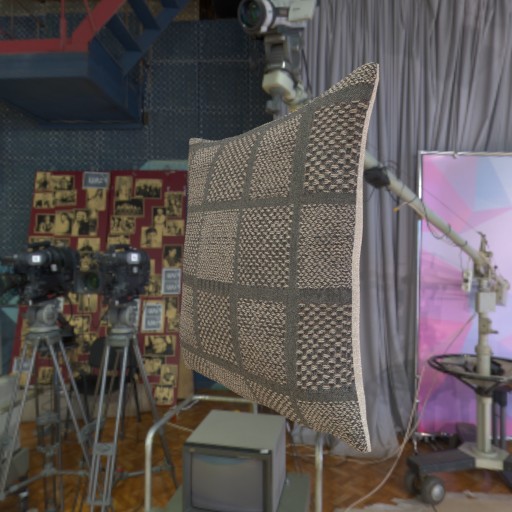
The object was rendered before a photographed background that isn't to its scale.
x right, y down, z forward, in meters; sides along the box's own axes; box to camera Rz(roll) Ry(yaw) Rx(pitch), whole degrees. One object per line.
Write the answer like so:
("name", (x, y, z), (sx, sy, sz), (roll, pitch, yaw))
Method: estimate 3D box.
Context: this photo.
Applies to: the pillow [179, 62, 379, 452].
("pillow", (0.000, 0.000, 0.657), (0.138, 0.432, 0.435), (-1, 1, -36))
